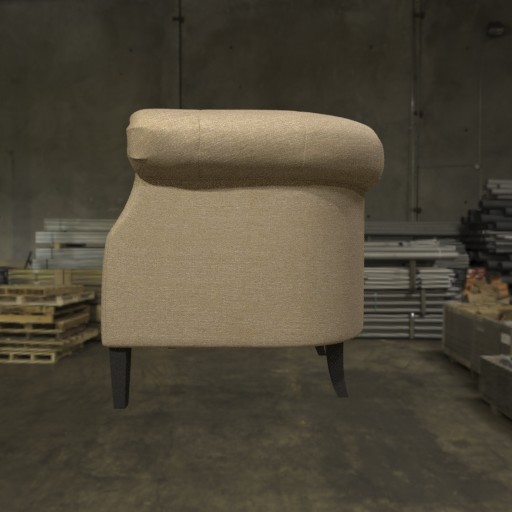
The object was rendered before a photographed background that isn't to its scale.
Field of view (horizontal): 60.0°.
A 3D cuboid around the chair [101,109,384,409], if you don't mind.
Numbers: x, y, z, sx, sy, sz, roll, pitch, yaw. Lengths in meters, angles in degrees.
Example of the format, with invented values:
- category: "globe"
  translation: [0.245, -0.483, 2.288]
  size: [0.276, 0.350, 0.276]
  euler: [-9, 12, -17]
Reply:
- category: "chair"
  translation: [0.000, 0.000, 1.570]
  size: [0.852, 0.827, 0.905]
  euler: [0, 2, 1]
